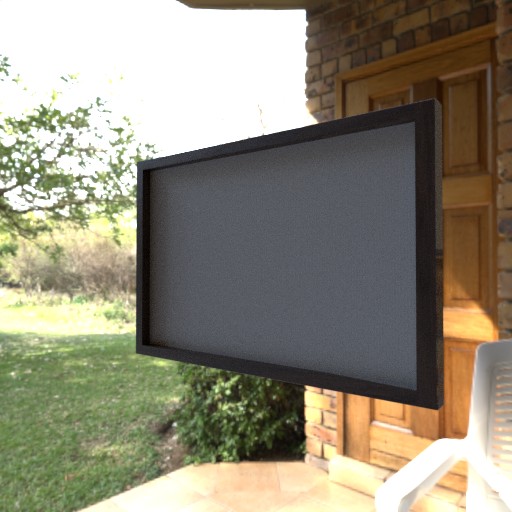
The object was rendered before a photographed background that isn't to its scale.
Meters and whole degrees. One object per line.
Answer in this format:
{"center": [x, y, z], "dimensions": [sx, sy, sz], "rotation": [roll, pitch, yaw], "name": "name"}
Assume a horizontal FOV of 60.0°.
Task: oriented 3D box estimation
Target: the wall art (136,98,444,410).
{"center": [0.000, 0.000, 1.156], "dimensions": [0.914, 0.610, 0.050], "rotation": [-1, -1, 37], "name": "wall art"}
